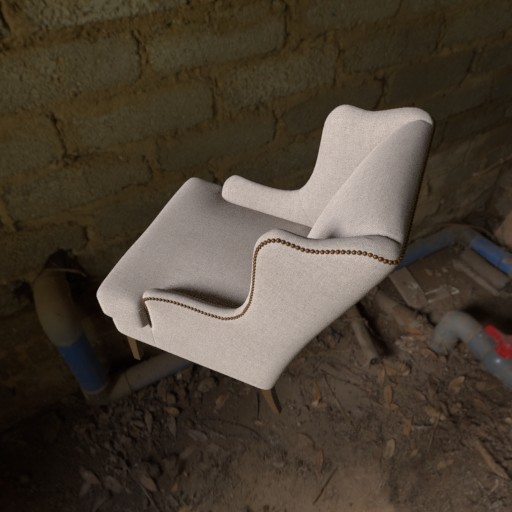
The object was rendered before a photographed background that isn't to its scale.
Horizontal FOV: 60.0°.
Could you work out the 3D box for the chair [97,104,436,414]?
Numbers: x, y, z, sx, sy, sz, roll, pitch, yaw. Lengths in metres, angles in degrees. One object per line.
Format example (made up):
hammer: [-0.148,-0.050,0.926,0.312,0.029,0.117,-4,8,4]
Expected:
chair: [0.000,0.000,1.622,0.940,1.029,0.737,17,49,15]
